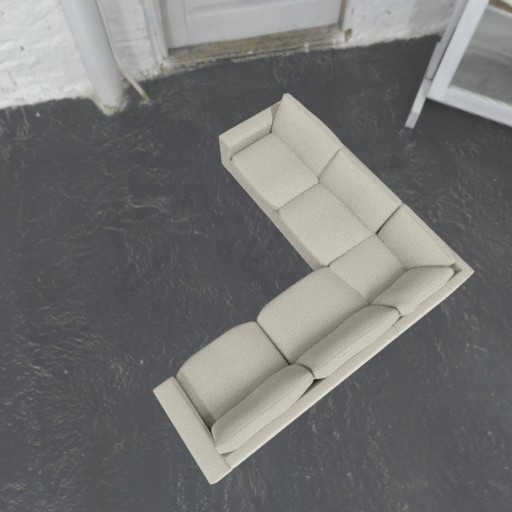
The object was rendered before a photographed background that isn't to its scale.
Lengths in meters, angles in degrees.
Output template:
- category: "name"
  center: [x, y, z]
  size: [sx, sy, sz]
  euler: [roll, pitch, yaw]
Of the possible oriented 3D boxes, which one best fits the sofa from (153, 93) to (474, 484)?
- category: "sofa"
  center: [0.000, 0.000, 4.760]
  size: [3.206, 0.918, 3.066]
  euler: [-34, 69, -15]
